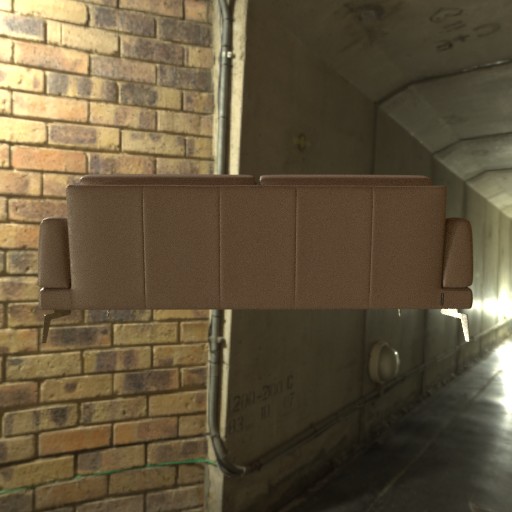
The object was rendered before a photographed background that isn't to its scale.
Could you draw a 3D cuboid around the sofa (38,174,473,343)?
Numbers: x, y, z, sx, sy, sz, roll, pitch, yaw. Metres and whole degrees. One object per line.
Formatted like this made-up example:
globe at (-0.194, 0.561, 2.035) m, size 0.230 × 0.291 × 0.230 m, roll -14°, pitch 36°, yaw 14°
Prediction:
sofa at (0.000, 0.000, 2.361) m, size 1.940 × 0.765 × 0.974 m, roll 0°, pitch 0°, yaw -1°
